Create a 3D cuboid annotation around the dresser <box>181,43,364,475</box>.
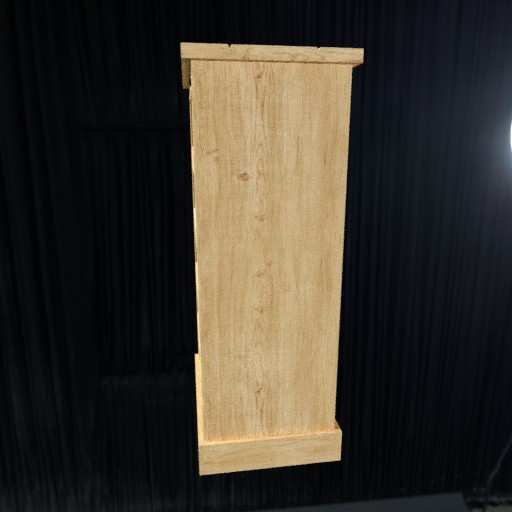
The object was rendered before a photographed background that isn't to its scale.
[{"bbox_3d":[0.000,0.000,1.310,0.390,1.041,0.531,-2,14,-8],"label":"dresser"}]
